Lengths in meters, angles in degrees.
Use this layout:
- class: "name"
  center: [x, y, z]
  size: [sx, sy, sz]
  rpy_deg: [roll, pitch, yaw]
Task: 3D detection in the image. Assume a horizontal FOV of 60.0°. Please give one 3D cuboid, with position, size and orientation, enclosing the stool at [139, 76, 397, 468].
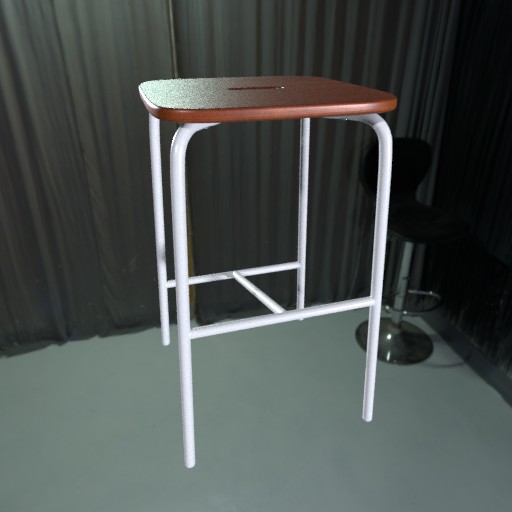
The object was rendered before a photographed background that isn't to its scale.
- class: "stool"
  center: [0.000, 0.000, 0.855]
  size: [0.376, 0.610, 0.376]
  rpy_deg: [-8, 28, -15]
